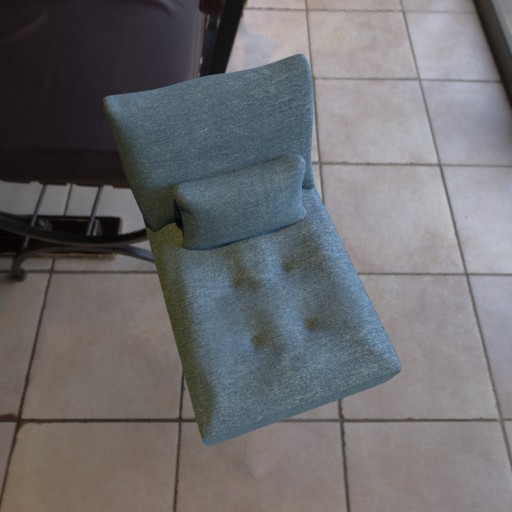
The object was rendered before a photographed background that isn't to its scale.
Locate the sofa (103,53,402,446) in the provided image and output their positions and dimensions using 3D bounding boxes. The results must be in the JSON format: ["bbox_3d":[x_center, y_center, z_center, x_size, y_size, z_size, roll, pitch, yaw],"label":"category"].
[{"bbox_3d":[0.000,0.000,1.530,0.700,0.820,1.000,-17,64,-8],"label":"sofa"}]
